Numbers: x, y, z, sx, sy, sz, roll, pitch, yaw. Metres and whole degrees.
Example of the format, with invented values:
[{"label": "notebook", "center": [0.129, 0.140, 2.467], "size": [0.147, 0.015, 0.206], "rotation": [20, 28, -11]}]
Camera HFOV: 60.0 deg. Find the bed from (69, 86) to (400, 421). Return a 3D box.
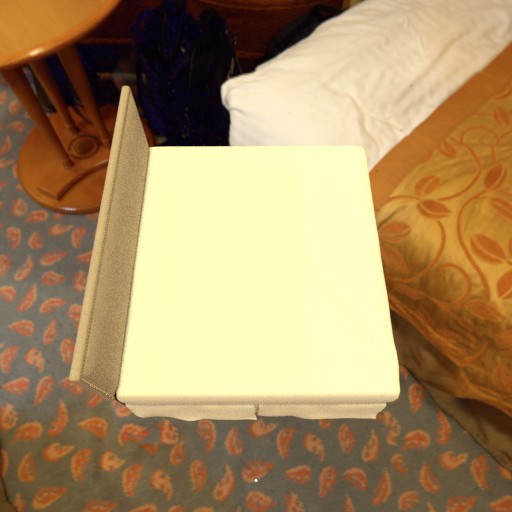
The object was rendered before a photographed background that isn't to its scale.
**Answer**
[{"label": "bed", "center": [0.000, 0.000, 3.311], "size": [1.914, 1.346, 2.170], "rotation": [0, 63, 0]}]
